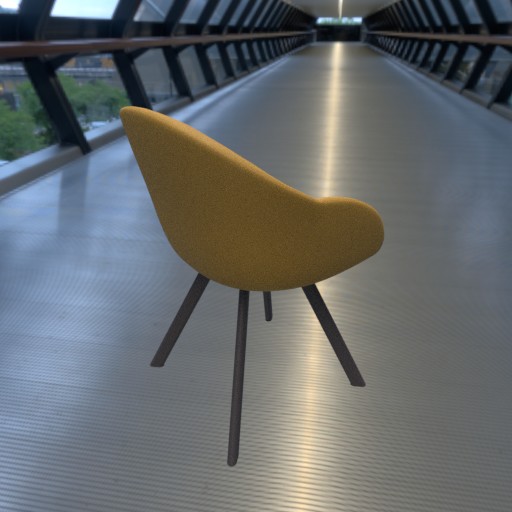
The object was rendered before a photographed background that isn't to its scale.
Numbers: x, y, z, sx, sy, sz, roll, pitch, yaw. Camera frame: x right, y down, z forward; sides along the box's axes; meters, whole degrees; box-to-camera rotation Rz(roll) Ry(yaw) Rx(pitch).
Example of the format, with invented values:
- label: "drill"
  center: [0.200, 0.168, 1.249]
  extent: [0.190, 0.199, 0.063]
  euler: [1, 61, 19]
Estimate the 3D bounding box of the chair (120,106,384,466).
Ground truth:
- label: "chair"
  center: [0.000, 0.000, 1.176]
  extent: [0.583, 0.793, 0.551]
  euler: [-18, 31, -32]
